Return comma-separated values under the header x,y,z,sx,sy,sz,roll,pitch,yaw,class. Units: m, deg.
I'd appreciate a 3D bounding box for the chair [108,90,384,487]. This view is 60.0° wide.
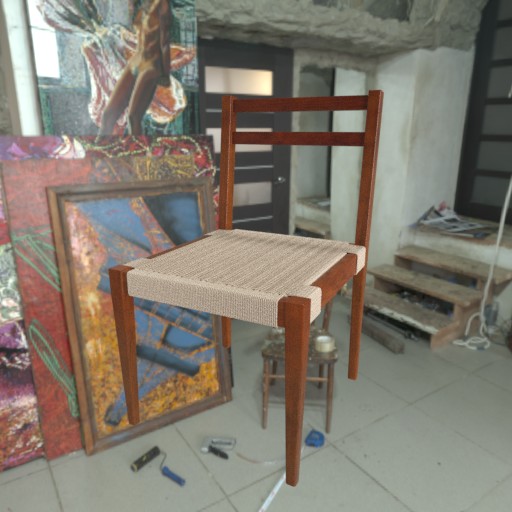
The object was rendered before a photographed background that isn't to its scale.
x,y,z,sx,sy,sz,roll,pitch,yaw,class
0.000,0.000,1.184,0.495,0.851,0.569,8,18,26,chair
